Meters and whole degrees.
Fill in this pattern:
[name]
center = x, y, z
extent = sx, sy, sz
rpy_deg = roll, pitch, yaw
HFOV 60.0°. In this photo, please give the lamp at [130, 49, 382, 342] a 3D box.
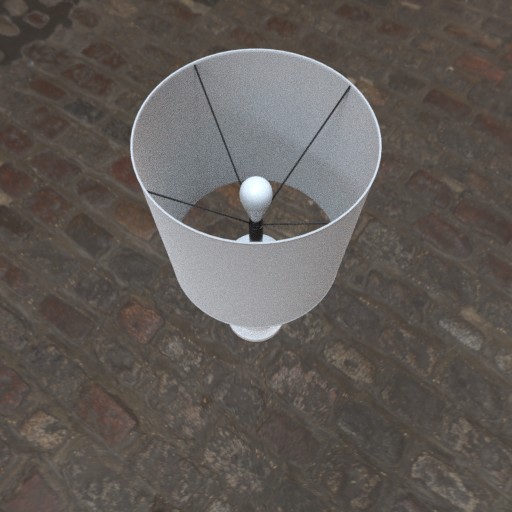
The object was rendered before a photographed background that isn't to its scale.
[lamp]
center = 0.000, 0.000, 0.574
extent = 0.208, 0.455, 0.208
rpy_deg = 33, 68, 15
